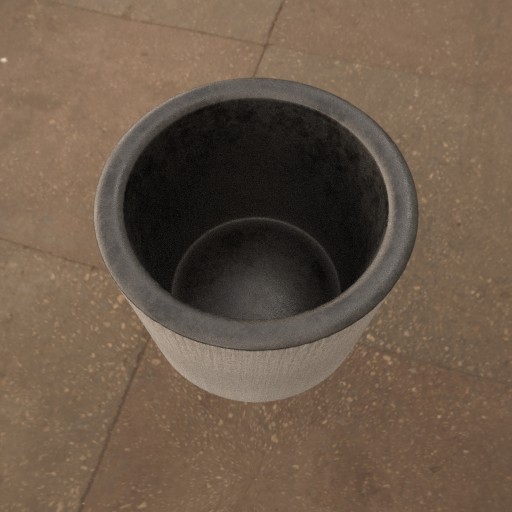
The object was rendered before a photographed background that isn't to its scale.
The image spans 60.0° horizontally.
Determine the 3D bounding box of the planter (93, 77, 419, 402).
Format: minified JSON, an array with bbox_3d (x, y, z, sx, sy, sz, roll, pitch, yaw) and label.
[{"bbox_3d":[0.000,0.000,0.218,0.125,0.112,0.125,0,63,0],"label":"planter"}]
